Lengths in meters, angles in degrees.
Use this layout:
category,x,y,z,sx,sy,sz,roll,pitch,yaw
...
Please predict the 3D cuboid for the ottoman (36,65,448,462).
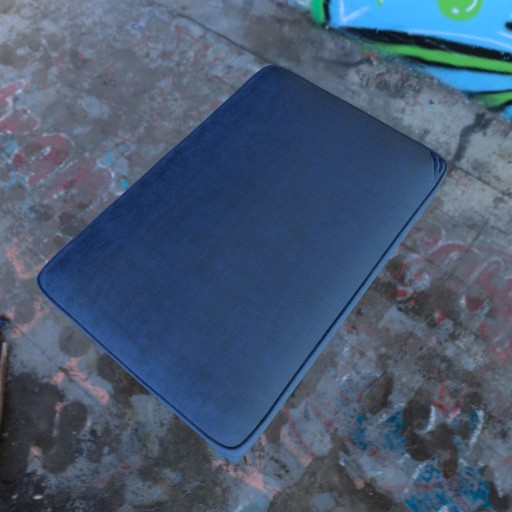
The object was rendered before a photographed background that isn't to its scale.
category,x,y,z,sx,sy,sz,roll,pitch,yaw
ottoman,0.000,0.000,1.194,0.583,0.484,0.862,35,69,16
